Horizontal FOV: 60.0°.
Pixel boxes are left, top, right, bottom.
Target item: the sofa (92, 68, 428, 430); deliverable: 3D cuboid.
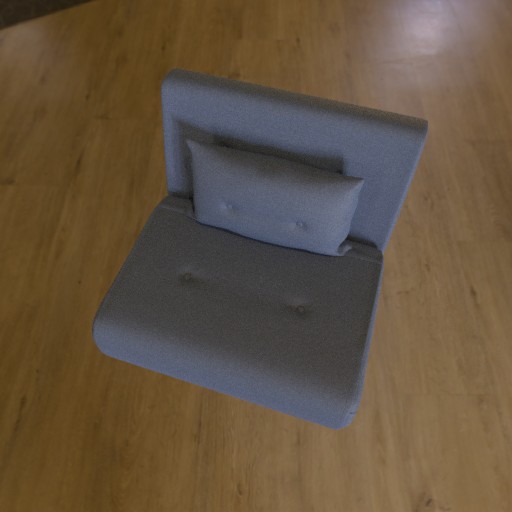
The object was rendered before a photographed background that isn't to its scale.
[{"bbox_3d":[0.000,0.000,1.734,0.999,0.860,0.996,15,60,9],"label":"sofa"}]
